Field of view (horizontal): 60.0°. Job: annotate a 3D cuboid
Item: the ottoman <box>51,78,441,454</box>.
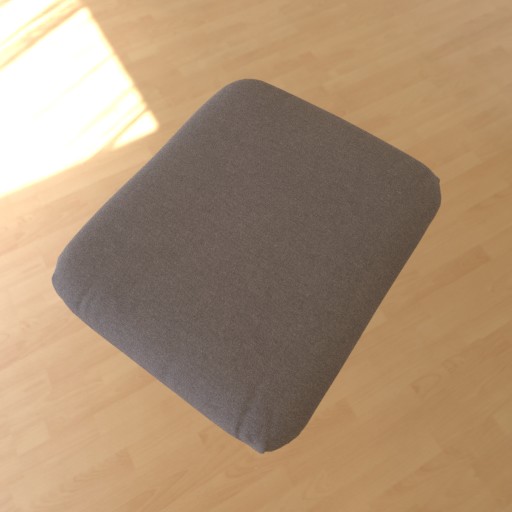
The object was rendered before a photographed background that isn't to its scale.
[{"bbox_3d":[0.000,0.000,1.106,0.622,0.450,0.747,32,69,14],"label":"ottoman"}]
